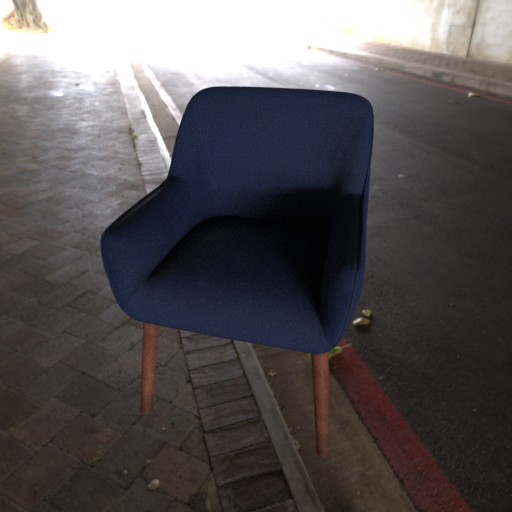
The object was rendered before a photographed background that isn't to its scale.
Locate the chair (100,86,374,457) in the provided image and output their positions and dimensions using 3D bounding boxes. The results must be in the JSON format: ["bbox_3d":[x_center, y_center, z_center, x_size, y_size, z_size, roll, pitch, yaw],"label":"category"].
[{"bbox_3d":[0.000,0.000,1.256,0.600,0.820,0.600,8,31,13],"label":"chair"}]
